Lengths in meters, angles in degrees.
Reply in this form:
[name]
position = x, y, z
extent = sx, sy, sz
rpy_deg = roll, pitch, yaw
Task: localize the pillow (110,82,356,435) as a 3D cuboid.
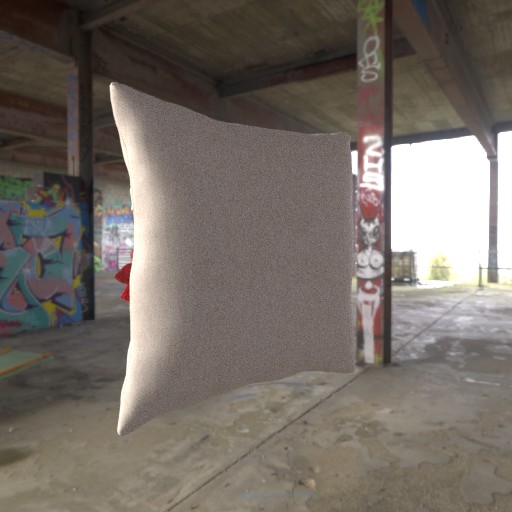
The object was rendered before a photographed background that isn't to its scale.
[pillow]
position = 0.000, 0.000, 0.673
extent = 0.433, 0.436, 0.173
rpy_deg = -1, 2, -37
